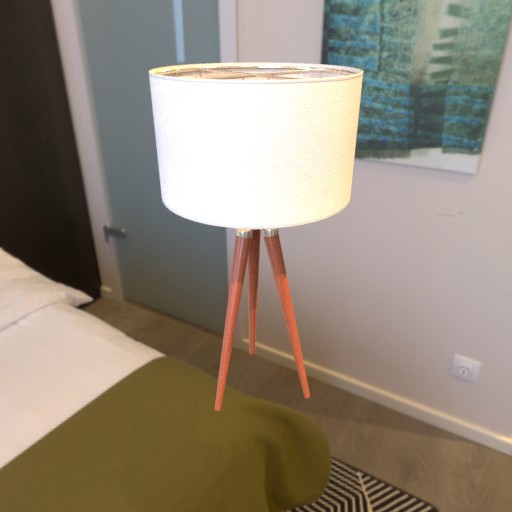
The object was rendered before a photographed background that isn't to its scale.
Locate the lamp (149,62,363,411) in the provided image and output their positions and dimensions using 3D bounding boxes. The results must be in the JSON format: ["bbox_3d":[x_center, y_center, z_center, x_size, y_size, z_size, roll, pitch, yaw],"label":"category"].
[{"bbox_3d":[0.000,0.000,0.911,0.355,0.709,0.354,0,27,1],"label":"lamp"}]
